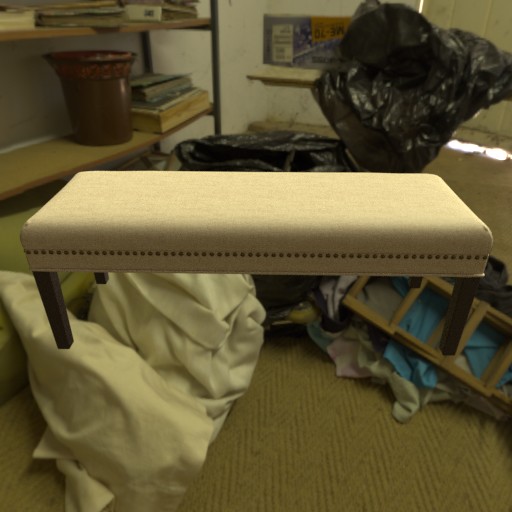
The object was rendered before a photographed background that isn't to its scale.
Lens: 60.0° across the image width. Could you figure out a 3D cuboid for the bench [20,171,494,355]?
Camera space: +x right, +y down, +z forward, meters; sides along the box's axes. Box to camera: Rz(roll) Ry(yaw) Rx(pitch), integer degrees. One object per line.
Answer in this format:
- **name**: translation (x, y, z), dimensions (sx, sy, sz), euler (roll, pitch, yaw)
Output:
- **bench**: translation (0.000, 0.000, 1.389), dimensions (1.219, 0.457, 0.410), euler (1, 30, 1)
